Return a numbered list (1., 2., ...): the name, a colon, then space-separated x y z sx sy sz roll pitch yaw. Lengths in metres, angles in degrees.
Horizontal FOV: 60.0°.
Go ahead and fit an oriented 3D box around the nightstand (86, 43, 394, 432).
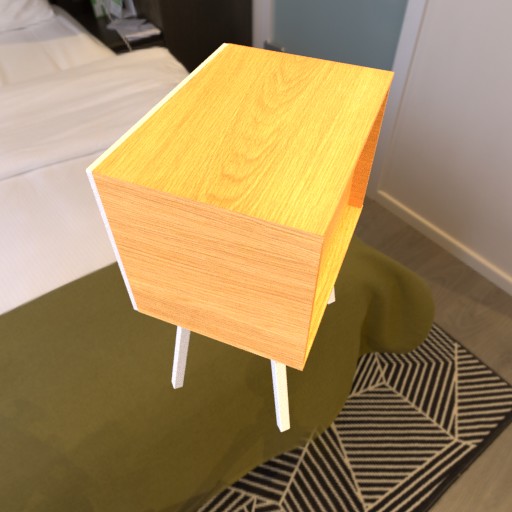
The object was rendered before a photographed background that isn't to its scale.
1. nightstand: 0.000 0.000 0.849 0.316 0.601 0.400 17 50 15
